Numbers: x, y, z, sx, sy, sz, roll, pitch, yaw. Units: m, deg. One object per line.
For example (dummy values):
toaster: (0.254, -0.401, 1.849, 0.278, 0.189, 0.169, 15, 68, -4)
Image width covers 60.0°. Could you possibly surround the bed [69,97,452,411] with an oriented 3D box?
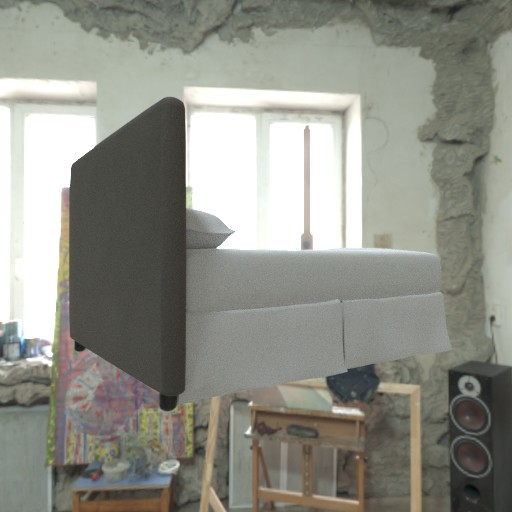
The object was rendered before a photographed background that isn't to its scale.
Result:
bed: (0.000, 0.000, 3.099, 2.142, 1.330, 1.723, 0, 0, -35)
